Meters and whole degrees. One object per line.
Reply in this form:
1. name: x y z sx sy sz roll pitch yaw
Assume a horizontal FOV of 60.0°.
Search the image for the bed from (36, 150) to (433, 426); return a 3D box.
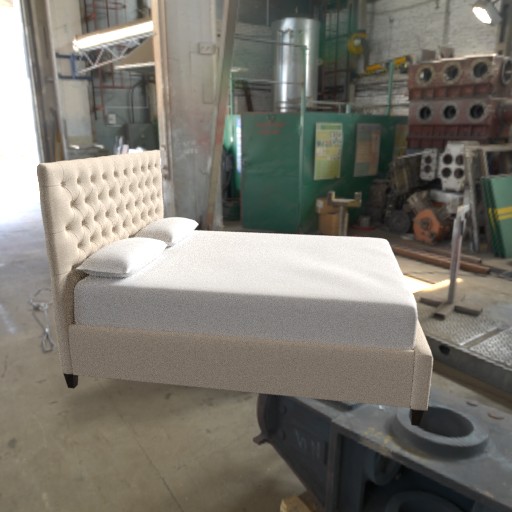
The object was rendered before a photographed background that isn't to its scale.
1. bed: 0.000 0.000 3.254 2.233 1.426 1.696 3 16 10
